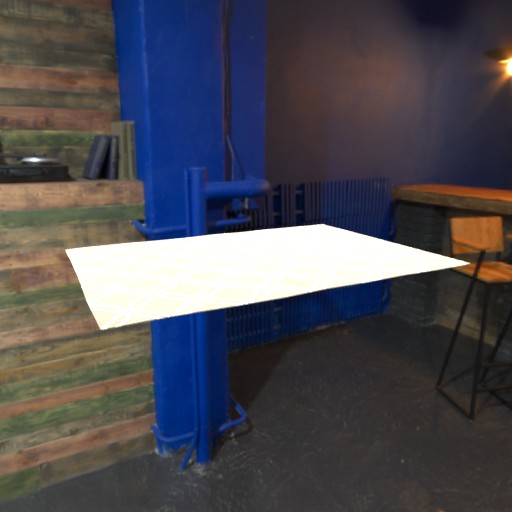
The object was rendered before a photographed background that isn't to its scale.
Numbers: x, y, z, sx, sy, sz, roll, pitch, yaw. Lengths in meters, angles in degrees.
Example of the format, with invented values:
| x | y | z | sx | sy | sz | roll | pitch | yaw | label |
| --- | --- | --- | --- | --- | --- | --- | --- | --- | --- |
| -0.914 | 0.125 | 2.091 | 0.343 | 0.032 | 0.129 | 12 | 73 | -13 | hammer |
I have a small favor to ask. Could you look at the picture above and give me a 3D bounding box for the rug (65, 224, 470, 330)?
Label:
| x | y | z | sx | sy | sz | roll | pitch | yaw | label |
| --- | --- | --- | --- | --- | --- | --- | --- | --- | --- |
| 0.000 | 0.000 | 2.824 | 2.135 | 0.013 | 1.524 | -7 | 16 | -27 | rug |
